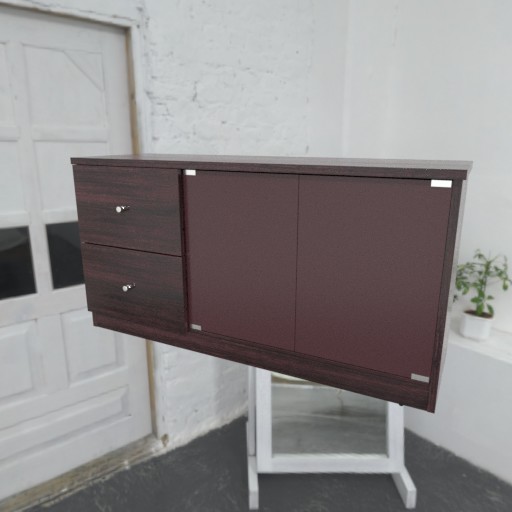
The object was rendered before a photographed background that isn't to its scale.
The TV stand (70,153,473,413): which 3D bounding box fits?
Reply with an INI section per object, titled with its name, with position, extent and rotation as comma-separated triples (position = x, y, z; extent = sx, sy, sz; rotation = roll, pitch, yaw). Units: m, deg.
[TV stand]
position = 0.000, 0.000, 1.438
extent = 1.192, 0.614, 0.404
rotation = 8, 17, 26
